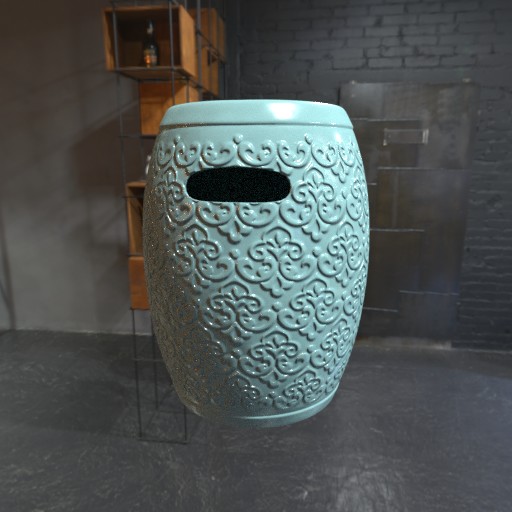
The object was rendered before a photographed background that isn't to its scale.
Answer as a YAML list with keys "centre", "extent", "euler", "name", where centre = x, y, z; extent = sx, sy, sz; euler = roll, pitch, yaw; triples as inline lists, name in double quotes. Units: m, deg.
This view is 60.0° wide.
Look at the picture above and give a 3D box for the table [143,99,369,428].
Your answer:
- centre: [0.000, 0.000, 0.628]
  extent: [0.309, 0.397, 0.309]
  euler: [0, 13, 0]
  name: "table"
